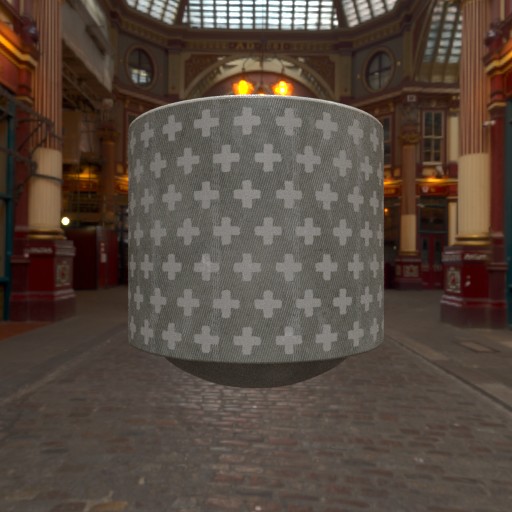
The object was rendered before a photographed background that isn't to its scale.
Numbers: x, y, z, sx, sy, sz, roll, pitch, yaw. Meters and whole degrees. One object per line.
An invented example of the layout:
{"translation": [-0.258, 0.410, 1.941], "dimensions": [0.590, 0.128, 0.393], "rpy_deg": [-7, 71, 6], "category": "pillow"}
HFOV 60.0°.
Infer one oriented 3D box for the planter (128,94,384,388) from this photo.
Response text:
{"translation": [0.000, 0.000, 0.452], "dimensions": [0.250, 0.239, 0.250], "rpy_deg": [0, 0, 0], "category": "planter"}
